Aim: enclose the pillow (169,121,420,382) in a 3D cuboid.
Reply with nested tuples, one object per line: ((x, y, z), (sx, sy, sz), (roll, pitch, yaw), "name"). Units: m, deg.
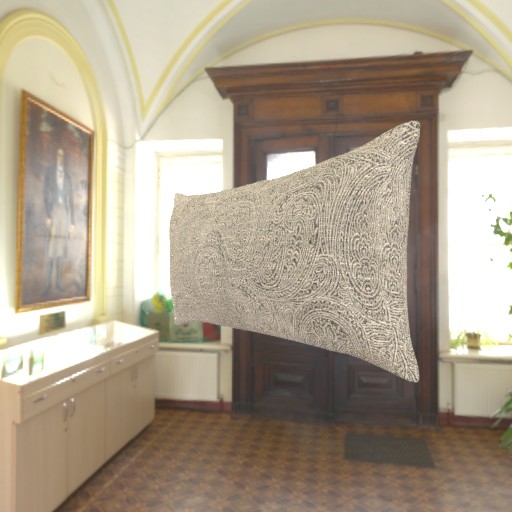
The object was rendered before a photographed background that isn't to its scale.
((0.000, 0.000, 0.739), (0.151, 0.295, 0.615), (1, -1, -36), "pillow")
